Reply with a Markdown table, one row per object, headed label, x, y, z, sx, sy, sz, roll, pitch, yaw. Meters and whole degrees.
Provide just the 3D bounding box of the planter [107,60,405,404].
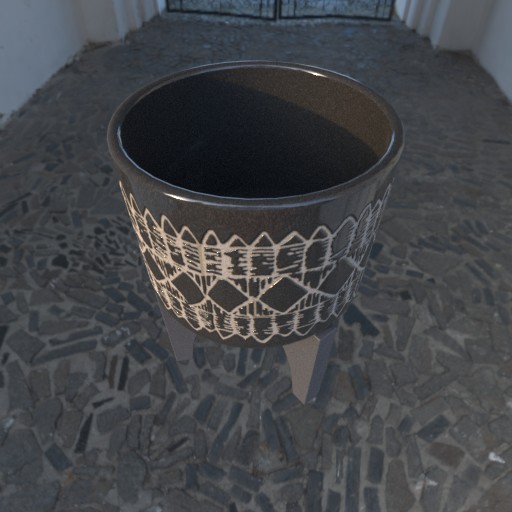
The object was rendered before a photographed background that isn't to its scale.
| label | x | y | z | sx | sy | sz | roll | pitch | yaw |
| --- | --- | --- | --- | --- | --- | --- | --- | --- | --- |
| planter | 0.000 | 0.000 | 0.389 | 0.196 | 0.264 | 0.196 | 15 | 47 | 14 |
